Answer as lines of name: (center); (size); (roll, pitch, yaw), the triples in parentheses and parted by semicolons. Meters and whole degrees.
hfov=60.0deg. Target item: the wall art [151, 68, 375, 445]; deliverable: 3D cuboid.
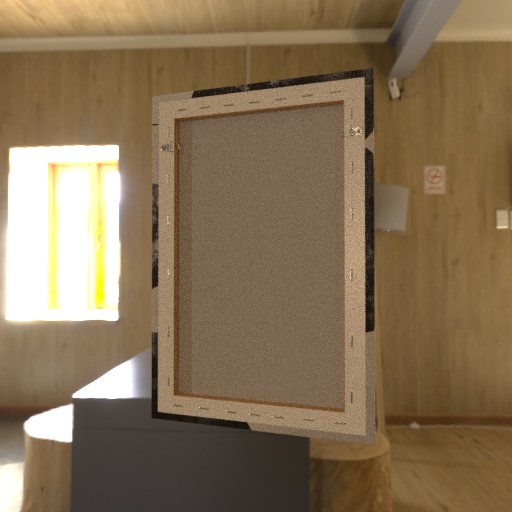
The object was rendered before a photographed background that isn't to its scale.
wall art: (0.000, 0.000, 1.183); (0.610, 0.915, 0.041); (0, -1, 18)
